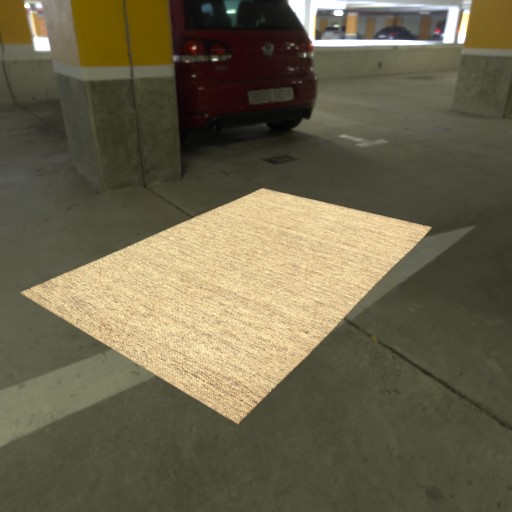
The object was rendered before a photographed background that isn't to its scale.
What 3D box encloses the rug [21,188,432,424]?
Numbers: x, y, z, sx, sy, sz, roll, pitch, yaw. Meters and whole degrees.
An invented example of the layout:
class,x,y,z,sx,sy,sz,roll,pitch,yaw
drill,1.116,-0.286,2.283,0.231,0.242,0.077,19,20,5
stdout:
class,x,y,z,sx,sy,sz,roll,pitch,yaw
rug,0.000,0.000,2.854,1.547,0.013,2.283,19,32,32
